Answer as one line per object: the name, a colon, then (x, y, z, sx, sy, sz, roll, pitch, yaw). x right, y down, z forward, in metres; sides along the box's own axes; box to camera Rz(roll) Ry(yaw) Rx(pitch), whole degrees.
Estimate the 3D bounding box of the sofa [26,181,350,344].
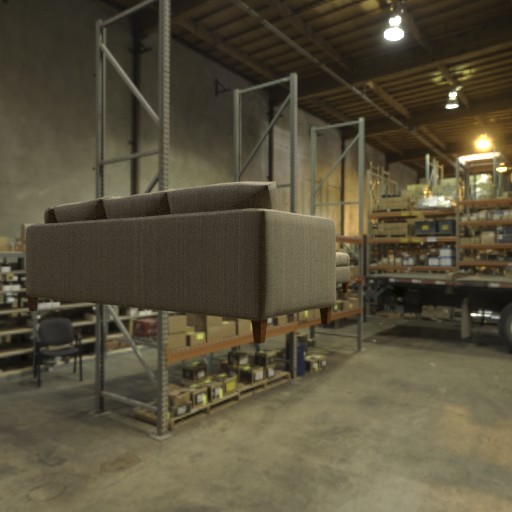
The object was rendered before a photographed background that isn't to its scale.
sofa: (0.000, 0.000, 4.552, 2.594, 0.961, 3.460, 0, 0, 35)
